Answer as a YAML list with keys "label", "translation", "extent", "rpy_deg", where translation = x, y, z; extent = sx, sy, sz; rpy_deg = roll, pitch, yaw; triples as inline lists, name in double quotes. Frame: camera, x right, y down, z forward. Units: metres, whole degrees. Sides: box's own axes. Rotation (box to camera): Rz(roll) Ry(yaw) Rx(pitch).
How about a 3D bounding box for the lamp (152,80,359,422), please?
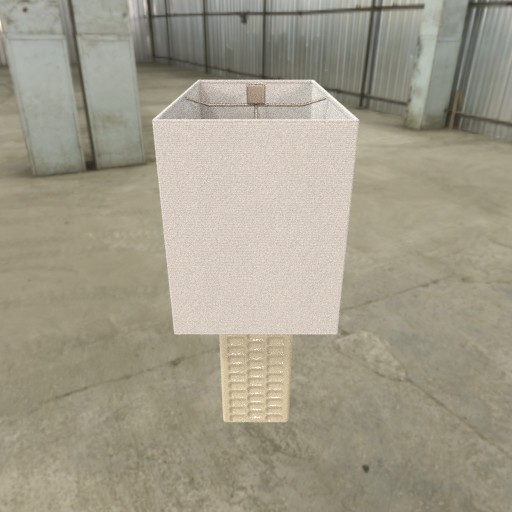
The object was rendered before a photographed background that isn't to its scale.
- label: "lamp"
  translation: [0.000, 0.000, 0.706]
  extent: [0.200, 0.515, 0.380]
  rpy_deg: [0, 27, 0]
